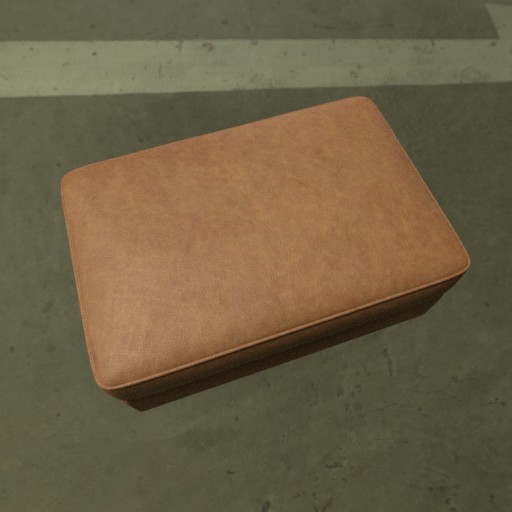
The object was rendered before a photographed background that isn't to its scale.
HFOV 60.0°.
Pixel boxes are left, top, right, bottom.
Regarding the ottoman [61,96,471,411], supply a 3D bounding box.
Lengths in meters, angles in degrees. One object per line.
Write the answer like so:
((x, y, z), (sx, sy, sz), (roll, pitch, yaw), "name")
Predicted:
((0.000, 0.000, 1.200), (0.864, 0.483, 0.584), (-17, 64, -8), "ottoman")
